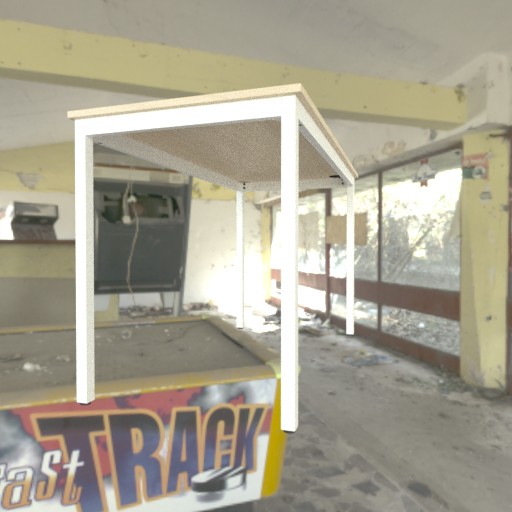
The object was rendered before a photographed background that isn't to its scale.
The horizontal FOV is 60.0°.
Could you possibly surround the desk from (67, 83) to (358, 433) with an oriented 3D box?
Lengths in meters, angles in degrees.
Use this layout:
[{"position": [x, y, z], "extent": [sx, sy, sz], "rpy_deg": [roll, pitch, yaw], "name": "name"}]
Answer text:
[{"position": [0.000, 0.000, 1.595], "extent": [0.600, 0.750, 1.200], "rpy_deg": [0, 1, 19], "name": "desk"}]
